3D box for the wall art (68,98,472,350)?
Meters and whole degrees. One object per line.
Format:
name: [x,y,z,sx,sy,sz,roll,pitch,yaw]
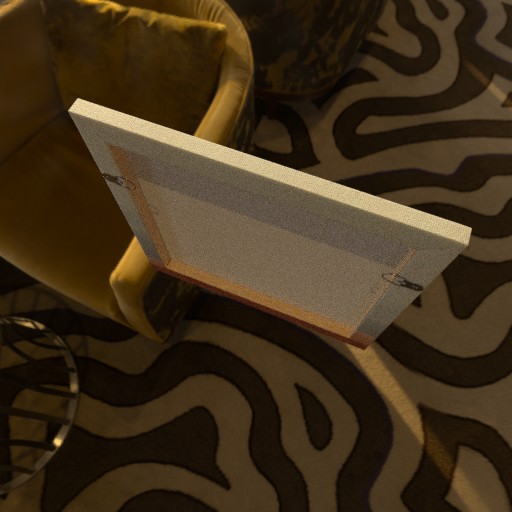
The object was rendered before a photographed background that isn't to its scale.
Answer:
wall art: [0.000,0.000,0.903,0.605,0.605,0.034,20,67,9]
